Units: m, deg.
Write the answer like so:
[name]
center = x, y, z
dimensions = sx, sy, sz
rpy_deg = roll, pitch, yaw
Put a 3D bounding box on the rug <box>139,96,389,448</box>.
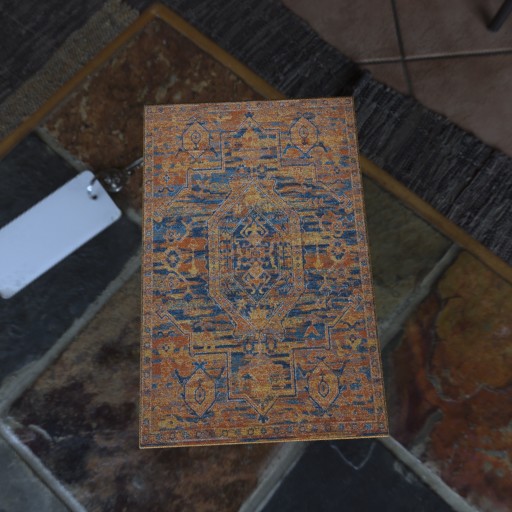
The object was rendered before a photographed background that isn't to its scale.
[rug]
center = 0.000, 0.000, 2.230
dimensions = 1.148, 0.013, 1.758
rpy_deg = -3, 77, -1
